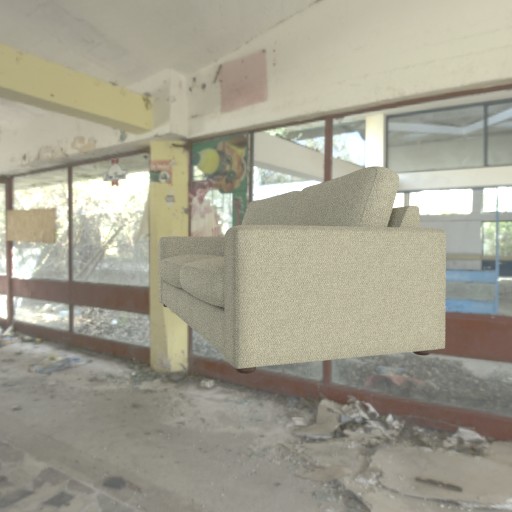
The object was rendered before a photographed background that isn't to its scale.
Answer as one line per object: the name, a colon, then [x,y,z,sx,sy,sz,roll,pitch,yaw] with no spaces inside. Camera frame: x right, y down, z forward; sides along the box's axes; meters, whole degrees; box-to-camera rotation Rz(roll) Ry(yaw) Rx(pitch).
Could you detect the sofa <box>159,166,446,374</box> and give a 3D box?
sofa: [0.000,0.000,2.807,1.016,0.873,2.179,0,1,-20]
